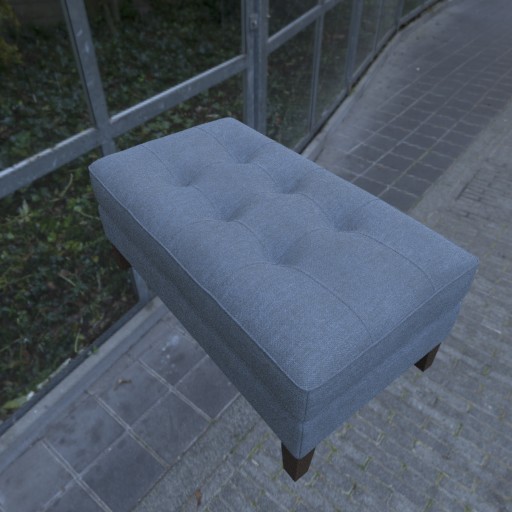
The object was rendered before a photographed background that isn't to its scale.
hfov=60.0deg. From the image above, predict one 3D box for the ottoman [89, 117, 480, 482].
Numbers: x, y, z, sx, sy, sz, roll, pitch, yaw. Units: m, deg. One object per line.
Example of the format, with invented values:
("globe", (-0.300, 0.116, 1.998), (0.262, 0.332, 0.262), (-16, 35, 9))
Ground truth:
("ottoman", (0.000, 0.000, 1.464), (0.648, 0.514, 1.143), (-27, 47, -28))
